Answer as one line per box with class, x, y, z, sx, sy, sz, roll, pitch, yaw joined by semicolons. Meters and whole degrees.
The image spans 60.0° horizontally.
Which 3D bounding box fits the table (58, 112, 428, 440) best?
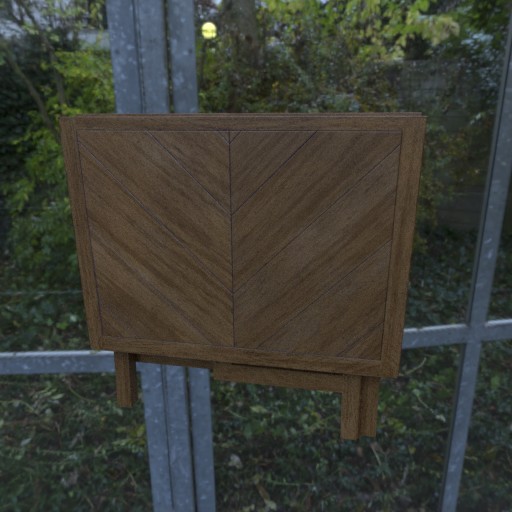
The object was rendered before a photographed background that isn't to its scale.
table;0.000;0.000;1.259;0.746;0.763;0.591;3;17;10
